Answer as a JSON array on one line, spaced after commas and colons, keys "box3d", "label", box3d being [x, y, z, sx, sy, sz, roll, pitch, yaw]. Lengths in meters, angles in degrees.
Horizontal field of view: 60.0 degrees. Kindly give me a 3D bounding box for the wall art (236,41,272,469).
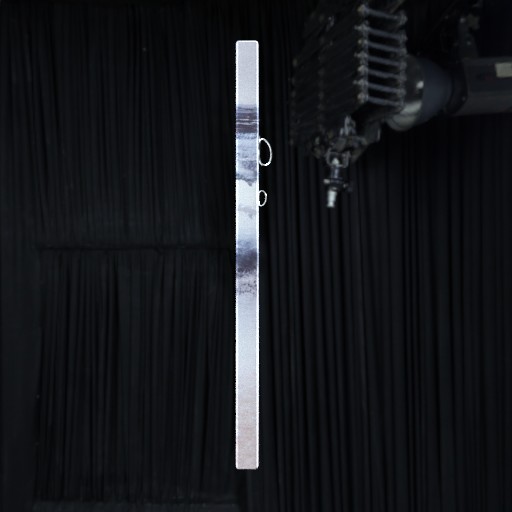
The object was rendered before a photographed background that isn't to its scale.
[{"box3d": [0.000, 0.000, 1.147, 0.065, 0.747, 0.755, 0, -1, 0], "label": "wall art"}]
